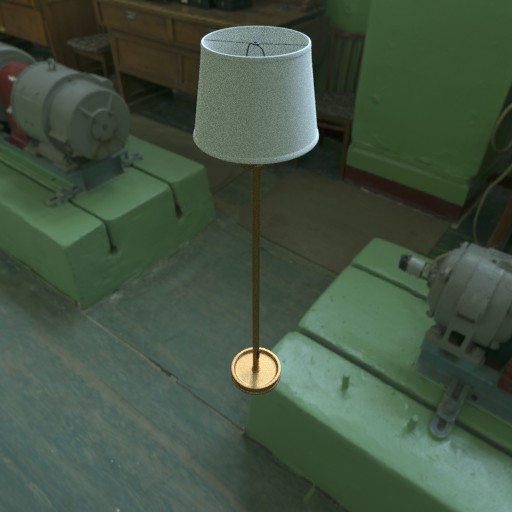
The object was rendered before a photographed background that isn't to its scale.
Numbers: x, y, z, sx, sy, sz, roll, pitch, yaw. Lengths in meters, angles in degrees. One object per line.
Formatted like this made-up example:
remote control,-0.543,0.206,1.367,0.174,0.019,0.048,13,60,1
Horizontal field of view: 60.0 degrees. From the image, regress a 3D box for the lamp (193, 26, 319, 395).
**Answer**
lamp,0.000,0.000,0.785,0.178,0.710,0.178,0,41,0
